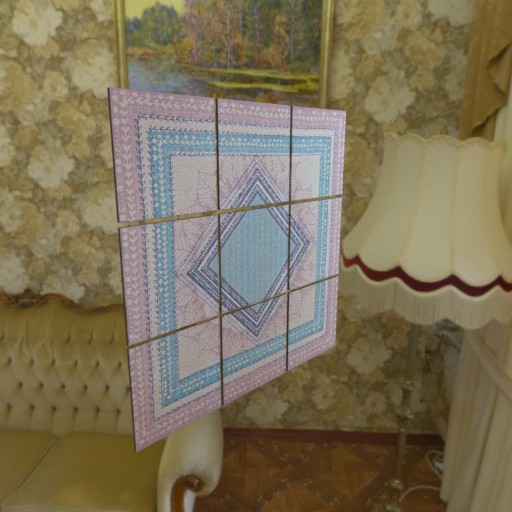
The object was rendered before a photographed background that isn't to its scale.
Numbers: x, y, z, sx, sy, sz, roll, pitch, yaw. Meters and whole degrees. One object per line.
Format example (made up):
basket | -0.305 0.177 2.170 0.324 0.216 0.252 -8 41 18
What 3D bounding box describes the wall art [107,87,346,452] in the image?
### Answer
wall art | 0.000 0.000 2.315 0.014 1.525 1.527 13 19 43
